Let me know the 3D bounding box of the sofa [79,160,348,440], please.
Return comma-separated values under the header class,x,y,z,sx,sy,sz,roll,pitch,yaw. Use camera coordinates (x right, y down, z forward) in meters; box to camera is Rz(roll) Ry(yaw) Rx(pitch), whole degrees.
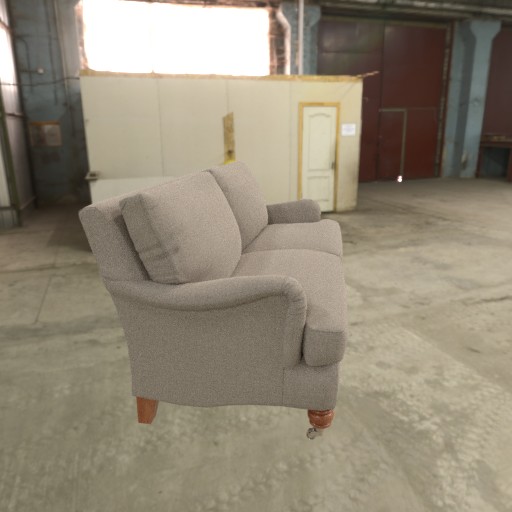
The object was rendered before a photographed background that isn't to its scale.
class,x,y,z,sx,sy,sz,roll,pitch,yaw
sofa,0.000,0.000,2.763,1.087,1.054,2.160,3,16,9
